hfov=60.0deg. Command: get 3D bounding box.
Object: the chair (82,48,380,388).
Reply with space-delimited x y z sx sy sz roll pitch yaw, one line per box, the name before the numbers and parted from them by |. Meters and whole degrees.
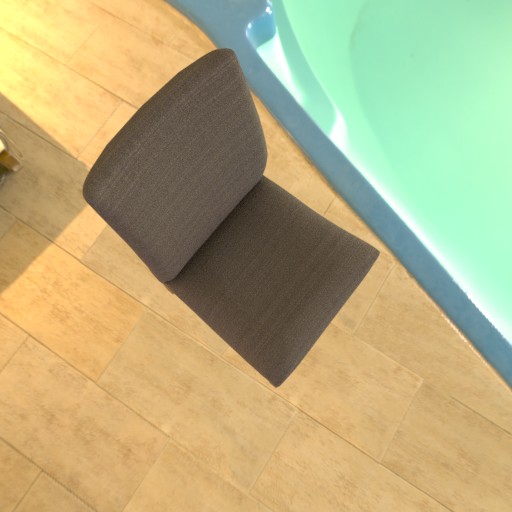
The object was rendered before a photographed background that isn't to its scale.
chair | 0.000 0.000 1.272 0.585 0.940 0.496 38 78 9
